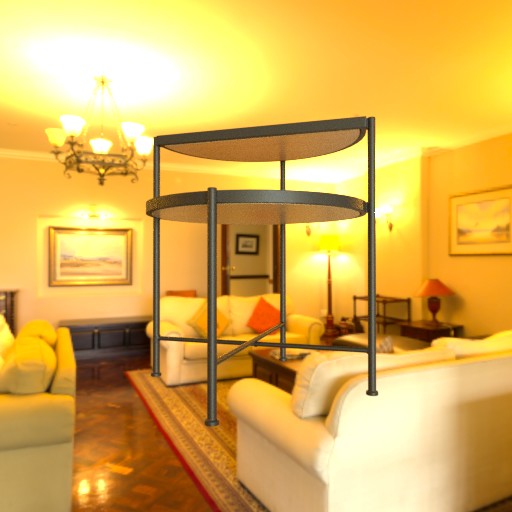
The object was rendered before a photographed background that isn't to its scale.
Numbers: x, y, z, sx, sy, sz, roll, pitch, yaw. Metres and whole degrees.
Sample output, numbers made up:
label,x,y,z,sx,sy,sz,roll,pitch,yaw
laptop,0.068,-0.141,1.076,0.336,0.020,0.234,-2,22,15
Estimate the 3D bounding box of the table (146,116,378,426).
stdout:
label,x,y,z,sx,sy,sz,roll,pitch,yaw
table,0.000,0.000,1.185,0.629,0.684,0.628,0,-1,17
